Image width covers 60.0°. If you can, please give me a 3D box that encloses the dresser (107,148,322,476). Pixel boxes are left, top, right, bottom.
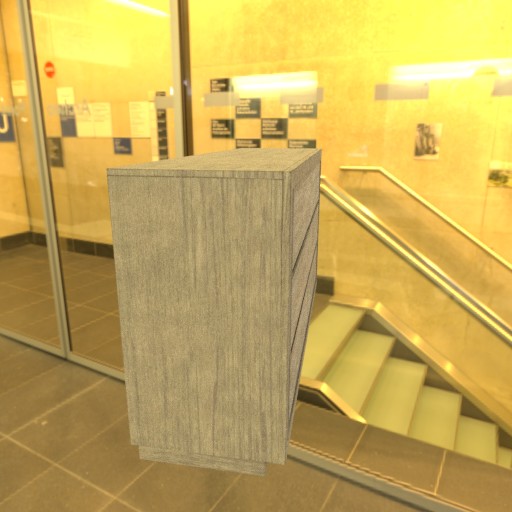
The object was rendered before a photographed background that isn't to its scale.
[{"bbox_3d":[0.000,0.000,1.993,0.483,0.889,1.628,3,16,10],"label":"dresser"}]
